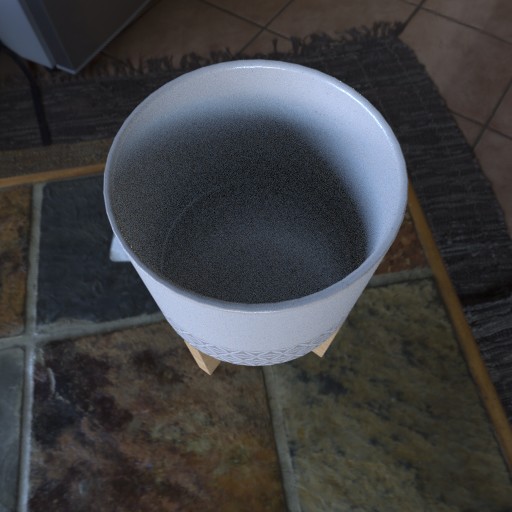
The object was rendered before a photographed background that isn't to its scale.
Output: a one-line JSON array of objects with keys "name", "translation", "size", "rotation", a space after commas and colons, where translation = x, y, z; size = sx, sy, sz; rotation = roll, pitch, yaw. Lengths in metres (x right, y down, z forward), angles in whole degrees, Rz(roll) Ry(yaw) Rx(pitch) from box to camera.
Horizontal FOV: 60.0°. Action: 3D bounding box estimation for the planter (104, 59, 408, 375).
[{"name": "planter", "translation": [0.000, 0.000, 0.519], "size": [0.249, 0.343, 0.249], "rotation": [0, 65, 0]}]
